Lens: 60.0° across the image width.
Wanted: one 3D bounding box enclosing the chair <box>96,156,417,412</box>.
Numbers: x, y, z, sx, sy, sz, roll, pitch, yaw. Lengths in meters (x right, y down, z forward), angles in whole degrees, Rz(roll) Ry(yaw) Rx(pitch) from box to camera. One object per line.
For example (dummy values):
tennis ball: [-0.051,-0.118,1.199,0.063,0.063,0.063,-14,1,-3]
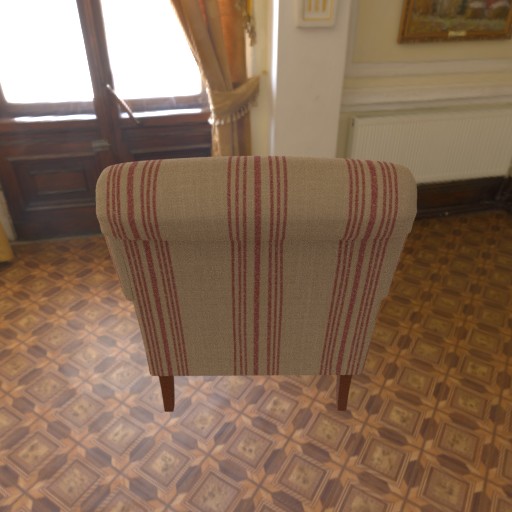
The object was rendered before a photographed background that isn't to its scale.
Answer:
chair: [0.000,0.000,1.842,0.933,1.123,1.058,0,32,0]
